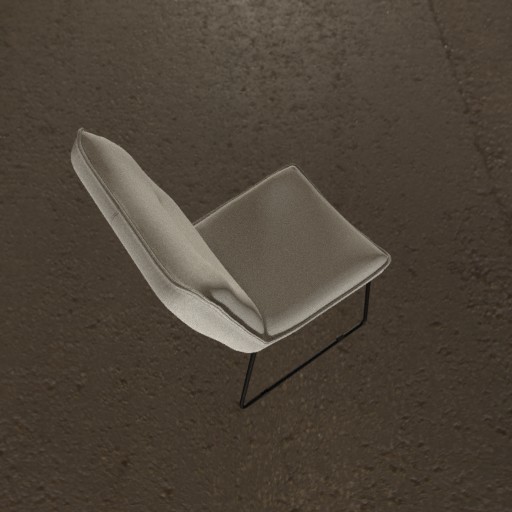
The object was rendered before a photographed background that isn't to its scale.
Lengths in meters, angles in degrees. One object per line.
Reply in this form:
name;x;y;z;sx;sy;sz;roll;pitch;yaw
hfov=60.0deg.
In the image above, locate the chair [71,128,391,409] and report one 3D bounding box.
chair;0.000;0.000;1.324;0.688;0.930;0.515;-31;63;-18
